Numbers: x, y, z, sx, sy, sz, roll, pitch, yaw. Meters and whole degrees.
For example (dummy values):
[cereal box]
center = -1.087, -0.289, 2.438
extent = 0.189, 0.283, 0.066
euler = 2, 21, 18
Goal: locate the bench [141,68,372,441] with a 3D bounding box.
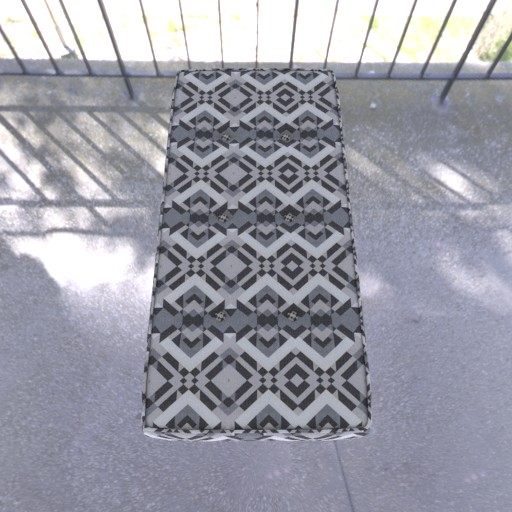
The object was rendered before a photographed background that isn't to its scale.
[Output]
[bench]
center = 0.000, 0.000, 1.301
extent = 0.492, 0.477, 1.016
euler = 0, 65, 0
